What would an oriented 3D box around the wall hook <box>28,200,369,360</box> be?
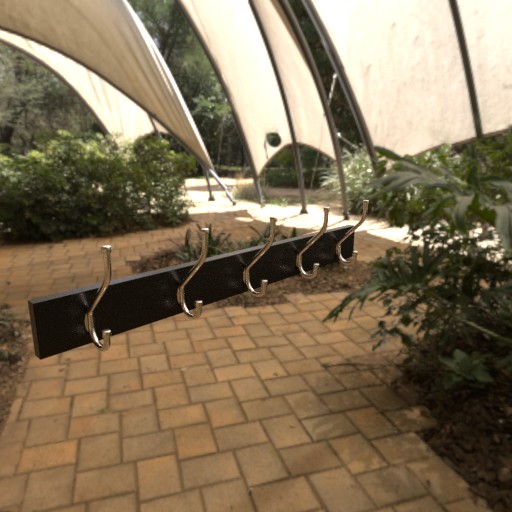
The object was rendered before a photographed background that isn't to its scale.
[{"bbox_3d":[0.000,0.000,0.610,0.071,0.117,0.571,14,20,42],"label":"wall hook"}]
